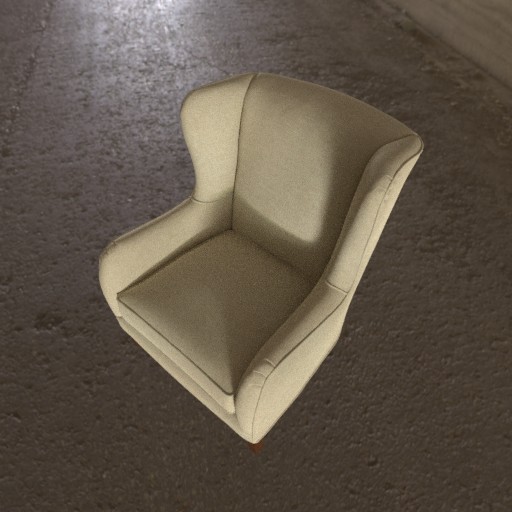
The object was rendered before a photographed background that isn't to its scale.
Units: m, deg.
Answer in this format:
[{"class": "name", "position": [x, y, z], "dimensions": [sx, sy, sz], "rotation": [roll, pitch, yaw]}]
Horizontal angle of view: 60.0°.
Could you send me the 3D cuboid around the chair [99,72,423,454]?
[{"class": "chair", "position": [0.000, 0.000, 1.739], "dimensions": [0.838, 1.040, 0.966], "rotation": [33, 55, 27]}]
